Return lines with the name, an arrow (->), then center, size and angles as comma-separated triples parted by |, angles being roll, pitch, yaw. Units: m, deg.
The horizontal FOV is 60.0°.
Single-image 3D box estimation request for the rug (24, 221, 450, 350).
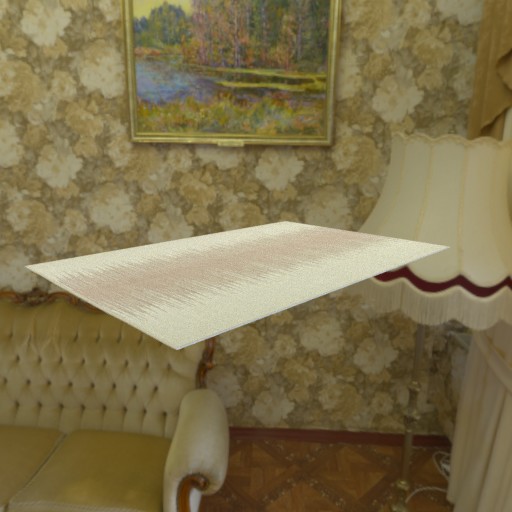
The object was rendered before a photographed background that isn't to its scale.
rug -> 0.000, 0.000, 2.283 | 1.850, 0.006, 1.234 | -13, 19, -43
